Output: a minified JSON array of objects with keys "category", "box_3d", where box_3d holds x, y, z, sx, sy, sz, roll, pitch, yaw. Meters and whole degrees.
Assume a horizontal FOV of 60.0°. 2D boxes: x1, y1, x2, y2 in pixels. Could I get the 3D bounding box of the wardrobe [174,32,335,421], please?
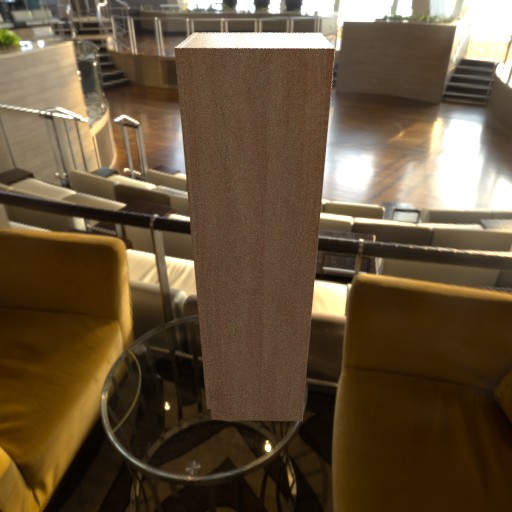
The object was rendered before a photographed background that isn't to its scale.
[{"category":"wardrobe","box_3d":[0.000,0.000,2.397,0.588,2.117,0.496,1,33,1]}]
